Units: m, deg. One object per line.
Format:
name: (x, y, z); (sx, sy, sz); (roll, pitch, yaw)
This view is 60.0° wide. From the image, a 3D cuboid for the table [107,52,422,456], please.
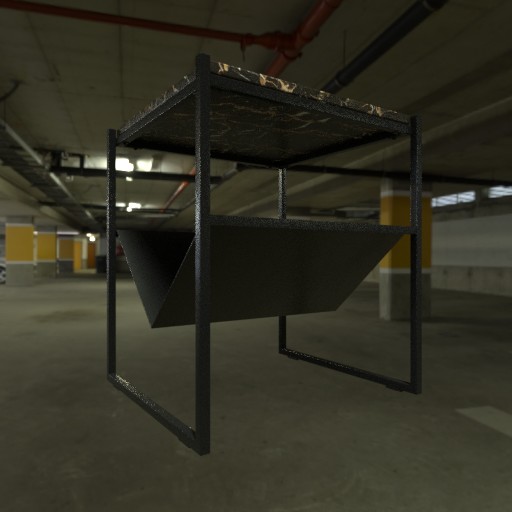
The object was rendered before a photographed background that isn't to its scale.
table: (0.000, 0.000, 0.889); (0.469, 0.534, 0.432); (0, 0, -34)
